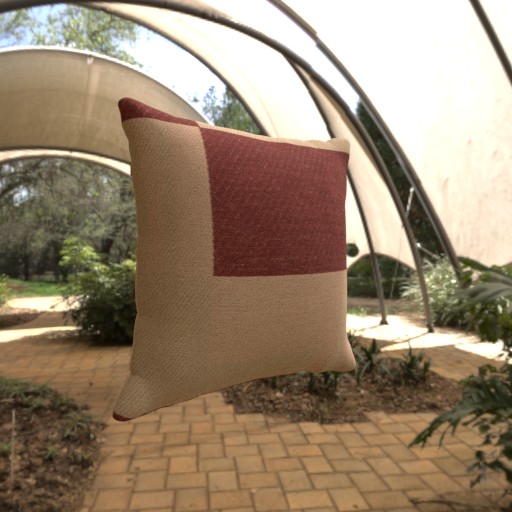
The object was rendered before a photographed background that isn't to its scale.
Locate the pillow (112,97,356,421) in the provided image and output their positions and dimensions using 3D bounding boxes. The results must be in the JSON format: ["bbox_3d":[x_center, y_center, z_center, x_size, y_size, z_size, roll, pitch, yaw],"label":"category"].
[{"bbox_3d":[0.000,0.000,0.826,0.536,0.506,0.229,0,1,-36],"label":"pillow"}]
